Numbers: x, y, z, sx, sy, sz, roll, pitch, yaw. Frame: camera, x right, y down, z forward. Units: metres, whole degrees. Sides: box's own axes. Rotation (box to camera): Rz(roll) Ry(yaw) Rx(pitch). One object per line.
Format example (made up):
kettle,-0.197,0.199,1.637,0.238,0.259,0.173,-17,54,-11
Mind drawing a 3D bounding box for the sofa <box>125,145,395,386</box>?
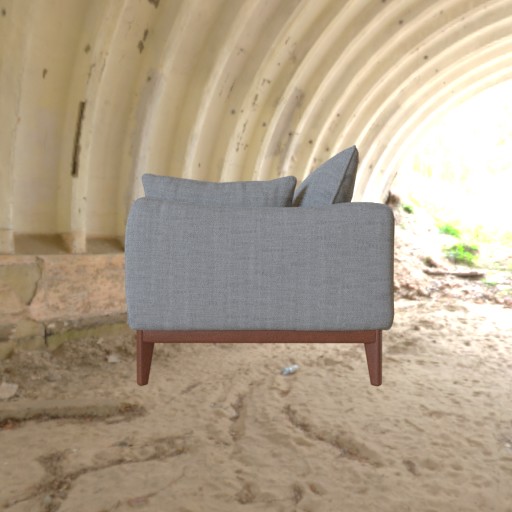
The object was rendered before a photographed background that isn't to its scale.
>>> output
sofa,0.000,0.000,2.462,0.972,0.851,1.989,0,2,0
